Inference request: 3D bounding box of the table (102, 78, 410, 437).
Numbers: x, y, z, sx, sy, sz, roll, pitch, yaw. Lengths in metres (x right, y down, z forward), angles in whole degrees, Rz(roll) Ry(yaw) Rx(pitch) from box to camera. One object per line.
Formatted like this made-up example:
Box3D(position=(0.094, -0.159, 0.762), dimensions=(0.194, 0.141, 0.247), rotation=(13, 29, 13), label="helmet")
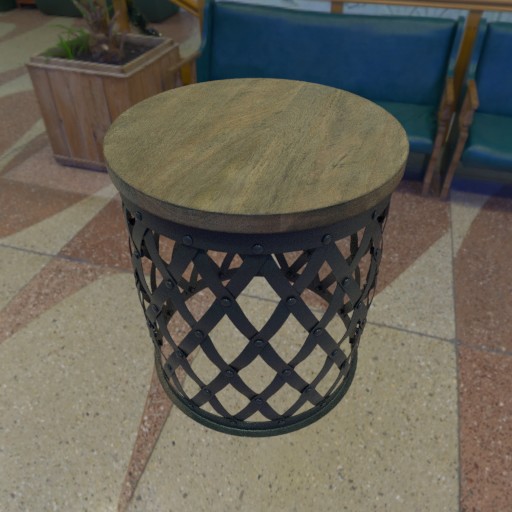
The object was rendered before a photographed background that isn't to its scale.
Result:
Box3D(position=(0.000, 0.000, 0.749), dimensions=(0.405, 0.454, 0.405), rotation=(0, 40, 0), label="table")
